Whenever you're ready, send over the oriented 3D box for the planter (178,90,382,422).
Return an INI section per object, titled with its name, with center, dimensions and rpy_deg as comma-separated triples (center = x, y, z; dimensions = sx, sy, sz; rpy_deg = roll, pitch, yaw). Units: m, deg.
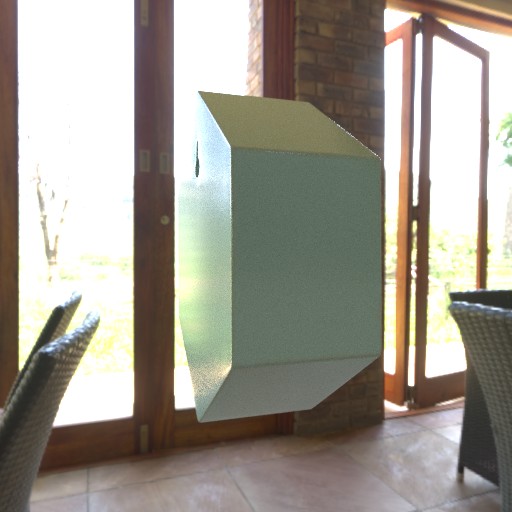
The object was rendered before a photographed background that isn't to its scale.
[planter]
center = 0.000, 0.000, 0.288
dimensions = 0.078, 0.207, 0.169
rpy_deg = 0, 0, -18
